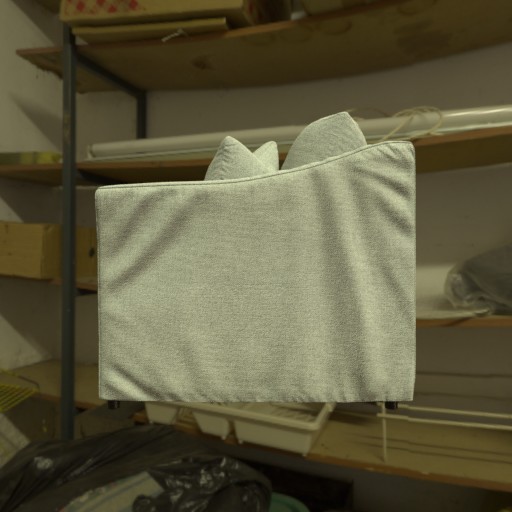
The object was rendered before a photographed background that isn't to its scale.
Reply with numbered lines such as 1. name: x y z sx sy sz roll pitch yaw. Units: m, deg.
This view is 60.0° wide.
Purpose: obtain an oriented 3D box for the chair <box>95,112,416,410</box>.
1. chair: 0.000 0.000 2.022 1.071 1.059 1.194 0 -1 0
